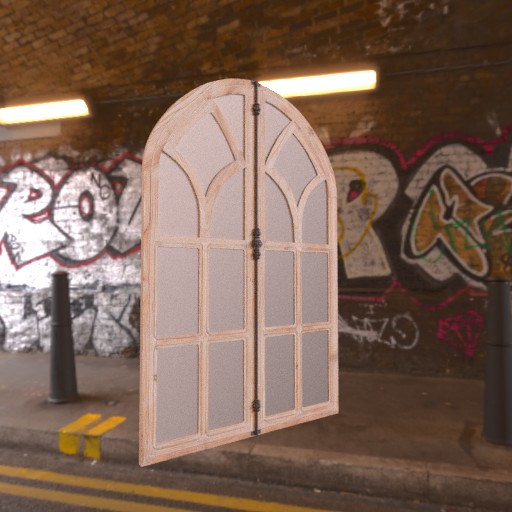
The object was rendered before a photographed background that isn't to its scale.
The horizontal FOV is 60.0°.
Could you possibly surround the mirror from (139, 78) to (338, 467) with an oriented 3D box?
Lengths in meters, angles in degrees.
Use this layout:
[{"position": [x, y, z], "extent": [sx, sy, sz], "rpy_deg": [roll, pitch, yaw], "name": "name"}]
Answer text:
[{"position": [0.000, 0.000, 1.145], "extent": [0.609, 0.915, 0.032], "rpy_deg": [2, -3, -37], "name": "mirror"}]
